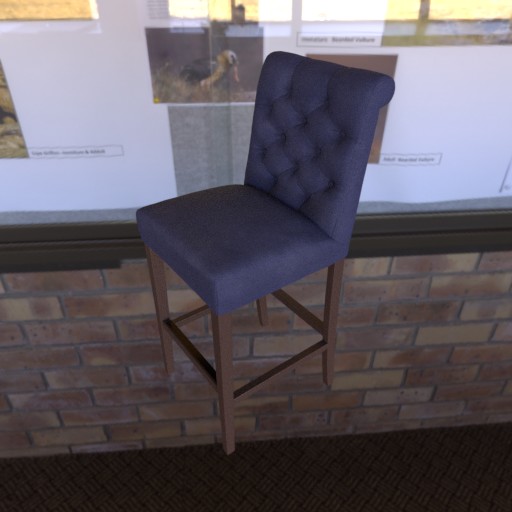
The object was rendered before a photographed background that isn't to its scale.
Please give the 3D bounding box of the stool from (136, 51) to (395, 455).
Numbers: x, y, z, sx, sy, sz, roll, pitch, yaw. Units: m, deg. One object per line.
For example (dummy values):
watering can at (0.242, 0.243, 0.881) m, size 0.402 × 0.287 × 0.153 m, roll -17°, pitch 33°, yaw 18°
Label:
stool at (0.000, 0.000, 1.457) m, size 0.601 × 1.140 × 0.493 m, roll -23°, pitch 40°, yaw -30°
